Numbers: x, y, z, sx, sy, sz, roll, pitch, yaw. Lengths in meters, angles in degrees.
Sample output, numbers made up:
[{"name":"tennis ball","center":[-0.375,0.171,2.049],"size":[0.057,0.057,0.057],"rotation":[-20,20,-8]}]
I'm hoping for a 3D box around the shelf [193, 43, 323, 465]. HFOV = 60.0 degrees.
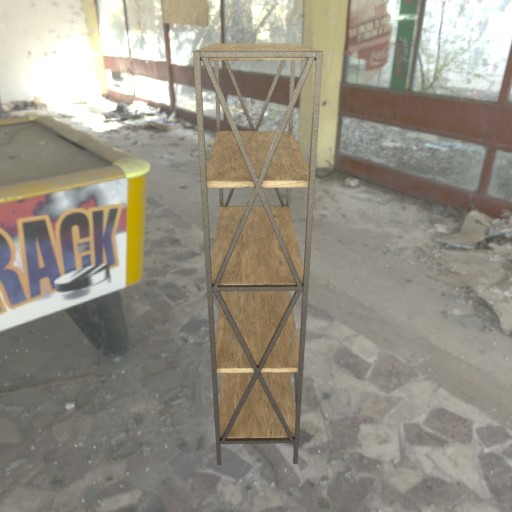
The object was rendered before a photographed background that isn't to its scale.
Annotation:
[{"name":"shelf","center":[0.000,0.000,2.109],"size":[0.386,1.803,0.874],"rotation":[0,27,-1]}]
